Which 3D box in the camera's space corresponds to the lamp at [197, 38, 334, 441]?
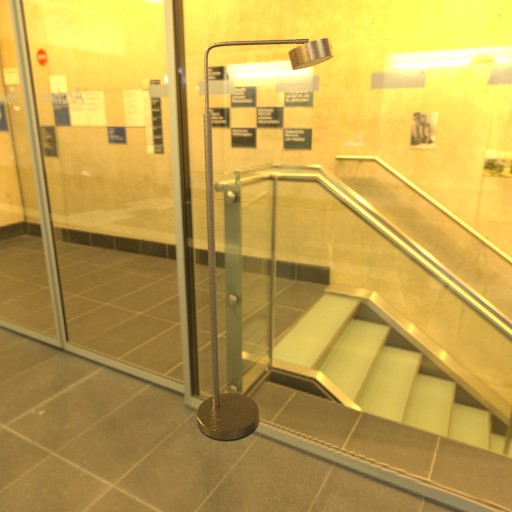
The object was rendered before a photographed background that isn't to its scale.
[{"bbox_3d":[0.000,0.000,1.378,0.418,1.230,0.219,3,17,10],"label":"lamp"}]
